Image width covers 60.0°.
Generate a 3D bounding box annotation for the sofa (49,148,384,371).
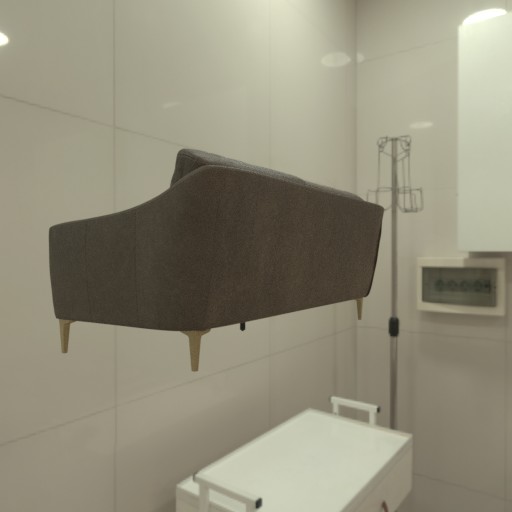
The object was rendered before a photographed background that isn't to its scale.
[{"bbox_3d":[0.000,0.000,2.608,0.960,0.902,2.036,0,0,35],"label":"sofa"}]
